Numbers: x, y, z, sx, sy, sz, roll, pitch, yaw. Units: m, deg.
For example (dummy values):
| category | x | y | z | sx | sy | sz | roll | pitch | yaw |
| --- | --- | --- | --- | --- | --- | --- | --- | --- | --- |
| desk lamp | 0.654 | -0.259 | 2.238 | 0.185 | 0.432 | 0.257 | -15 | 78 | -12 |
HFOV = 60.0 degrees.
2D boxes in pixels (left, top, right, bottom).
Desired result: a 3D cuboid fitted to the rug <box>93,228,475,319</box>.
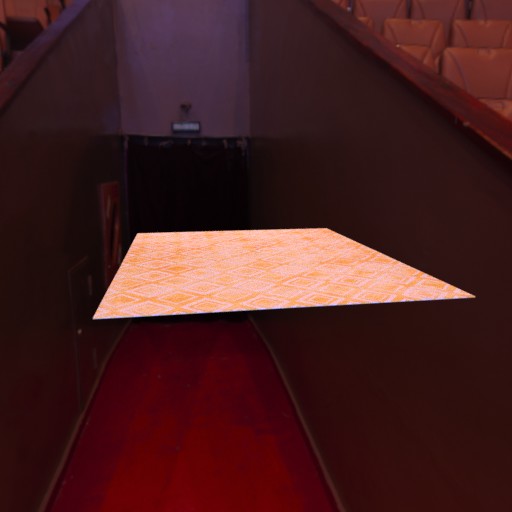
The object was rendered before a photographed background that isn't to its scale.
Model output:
| category | x | y | z | sx | sy | sz | roll | pitch | yaw |
| --- | --- | --- | --- | --- | --- | --- | --- | --- | --- |
| rug | 0.000 | 0.000 | 4.201 | 2.433 | 0.011 | 3.037 | -2 | 12 | -10 |
